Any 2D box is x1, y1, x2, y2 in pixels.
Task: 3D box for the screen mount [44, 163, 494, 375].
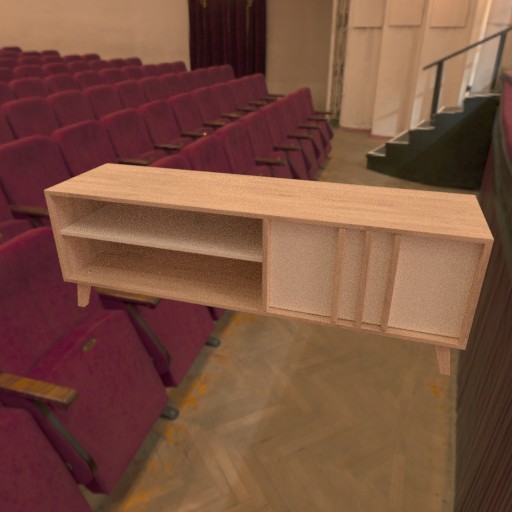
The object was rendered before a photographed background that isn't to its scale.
[{"bbox_3d":[0.000,0.000,1.708,1.500,0.510,0.400,8,27,15],"label":"screen mount"}]
